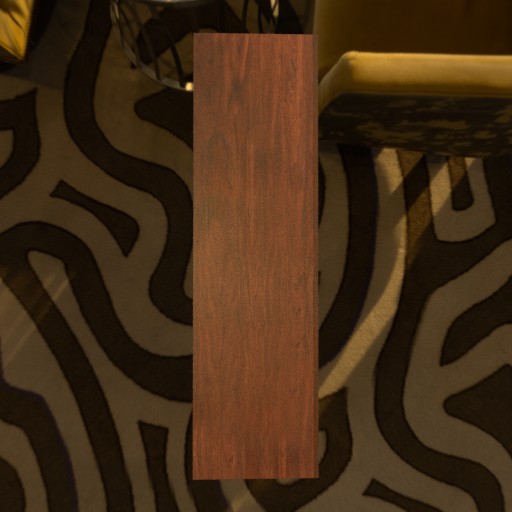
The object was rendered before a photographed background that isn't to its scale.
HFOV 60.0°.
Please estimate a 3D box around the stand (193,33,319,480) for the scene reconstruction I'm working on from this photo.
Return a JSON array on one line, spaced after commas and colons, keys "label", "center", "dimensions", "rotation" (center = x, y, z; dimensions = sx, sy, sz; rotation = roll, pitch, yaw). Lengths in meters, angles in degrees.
[{"label": "stand", "center": [0.000, 0.000, 1.925], "dimensions": [0.481, 0.610, 1.626], "rotation": [0, 89, -2]}]
